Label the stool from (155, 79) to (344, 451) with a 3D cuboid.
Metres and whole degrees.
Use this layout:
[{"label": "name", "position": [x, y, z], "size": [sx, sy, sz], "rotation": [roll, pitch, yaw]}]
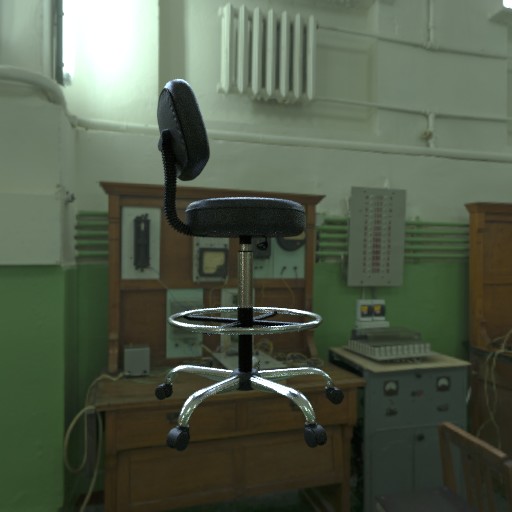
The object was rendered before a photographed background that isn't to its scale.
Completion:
[{"label": "stool", "position": [0.000, 0.000, 1.526], "size": [0.658, 1.069, 0.694], "rotation": [0, 0, -17]}]
